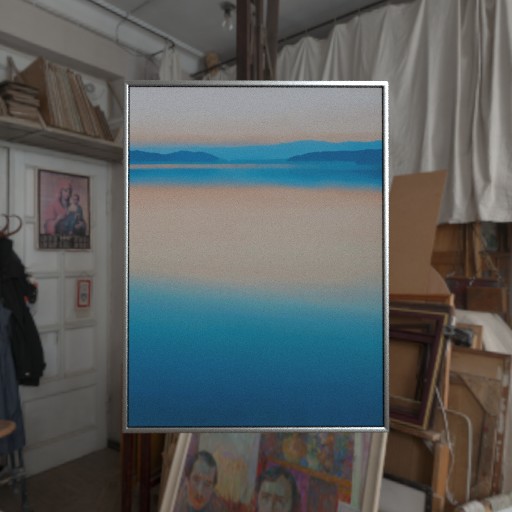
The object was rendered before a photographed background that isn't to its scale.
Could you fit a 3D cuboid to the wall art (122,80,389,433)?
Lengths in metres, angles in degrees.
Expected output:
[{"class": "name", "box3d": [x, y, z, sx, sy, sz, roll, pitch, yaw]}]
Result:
[{"class": "wall art", "box3d": [0.000, 0.000, 1.353, 0.801, 1.062, 0.037, 0, -1, 0]}]
